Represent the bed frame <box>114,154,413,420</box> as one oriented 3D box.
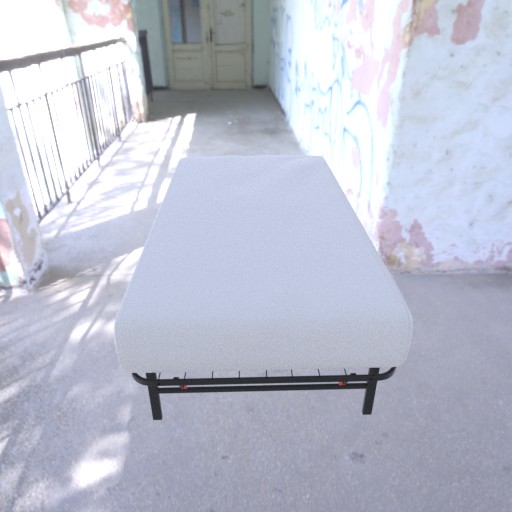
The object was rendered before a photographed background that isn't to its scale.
[{"bbox_3d":[0.000,0.000,2.412,1.025,0.640,1.908,-1,29,-2],"label":"bed frame"}]
